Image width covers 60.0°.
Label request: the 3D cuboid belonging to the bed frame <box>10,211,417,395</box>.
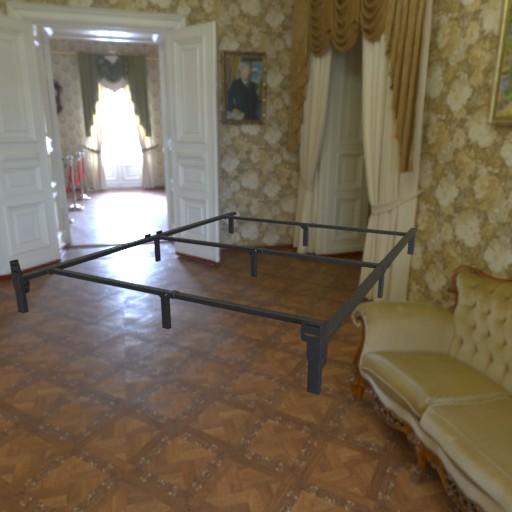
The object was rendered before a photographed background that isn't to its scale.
[{"bbox_3d":[0.000,0.000,2.565,1.498,0.248,1.990,8,17,26],"label":"bed frame"}]
